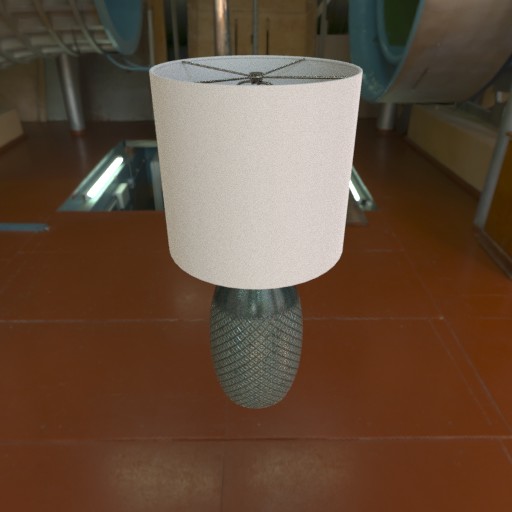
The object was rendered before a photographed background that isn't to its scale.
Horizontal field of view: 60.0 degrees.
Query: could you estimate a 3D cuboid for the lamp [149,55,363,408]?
[{"bbox_3d":[0.000,0.000,0.573,0.217,0.453,0.217,19,35,28],"label":"lamp"}]
